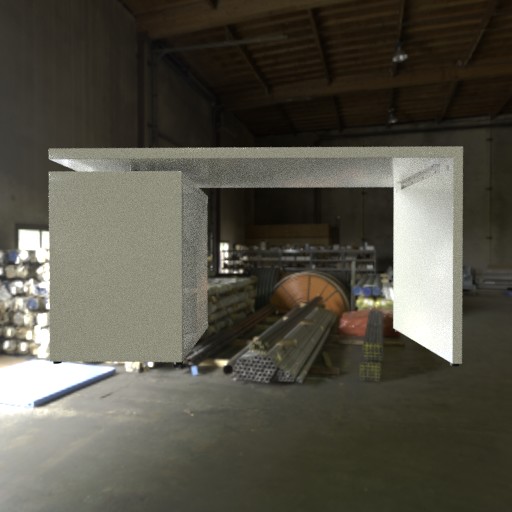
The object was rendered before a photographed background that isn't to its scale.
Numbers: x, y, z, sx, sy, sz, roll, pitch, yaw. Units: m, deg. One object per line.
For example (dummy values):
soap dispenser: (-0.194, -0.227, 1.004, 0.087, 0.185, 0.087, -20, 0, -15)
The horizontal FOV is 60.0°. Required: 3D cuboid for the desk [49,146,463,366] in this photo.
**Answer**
desk: (0.000, 0.000, 1.846, 1.400, 0.740, 0.690, 0, 1, 1)
